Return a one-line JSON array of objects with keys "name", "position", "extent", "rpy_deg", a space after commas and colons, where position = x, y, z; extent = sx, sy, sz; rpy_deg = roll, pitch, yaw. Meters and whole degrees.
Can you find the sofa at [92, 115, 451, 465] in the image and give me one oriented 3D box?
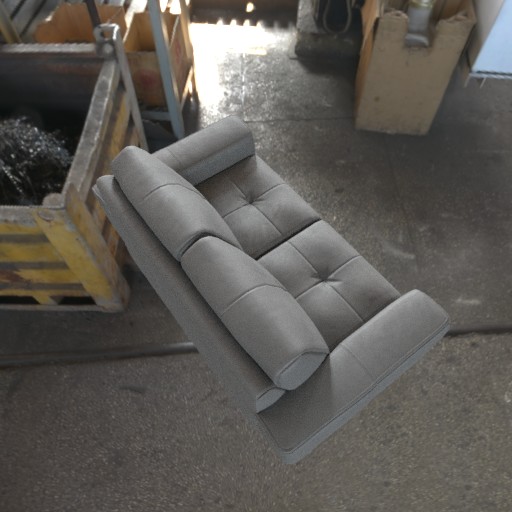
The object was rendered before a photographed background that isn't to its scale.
[{"name": "sofa", "position": [0.000, 0.000, 2.346], "extent": [1.018, 0.907, 1.806], "rpy_deg": [-33, 64, -18]}]
